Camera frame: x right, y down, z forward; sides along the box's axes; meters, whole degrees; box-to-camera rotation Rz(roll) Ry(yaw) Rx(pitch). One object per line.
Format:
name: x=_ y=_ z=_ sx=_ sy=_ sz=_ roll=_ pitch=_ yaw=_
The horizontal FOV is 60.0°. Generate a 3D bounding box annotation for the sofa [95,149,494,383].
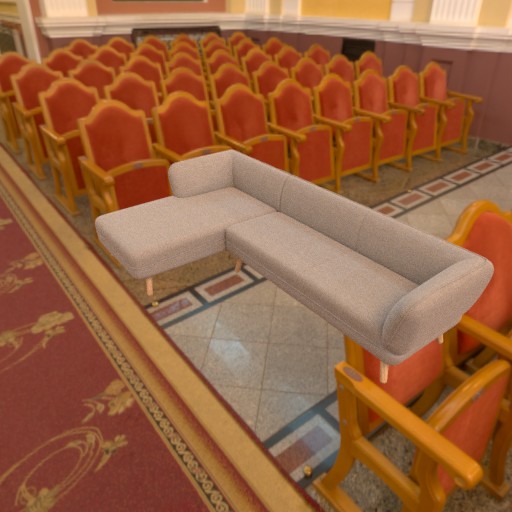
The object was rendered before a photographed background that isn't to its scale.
sofa: x=0.000 y=0.000 z=3.232 sx=1.532 sy=0.693 sz=2.653 roll=-21 pitch=37 yaw=-31
